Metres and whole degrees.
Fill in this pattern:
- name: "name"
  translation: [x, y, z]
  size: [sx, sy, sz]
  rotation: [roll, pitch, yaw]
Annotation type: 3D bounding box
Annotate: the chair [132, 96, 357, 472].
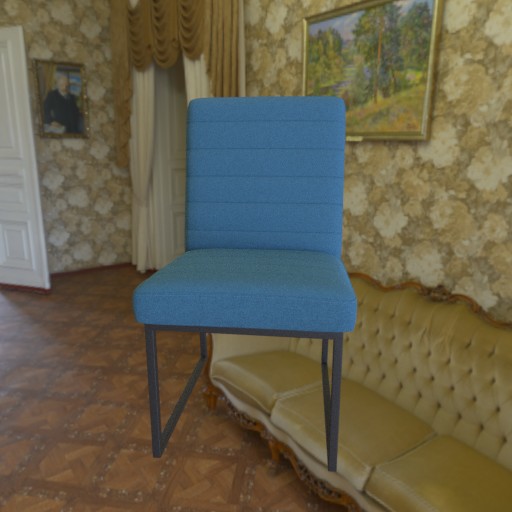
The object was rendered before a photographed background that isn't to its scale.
- name: "chair"
  translation: [0.000, 0.000, 1.286]
  size: [0.520, 0.930, 0.634]
  rotation: [2, 14, 6]
